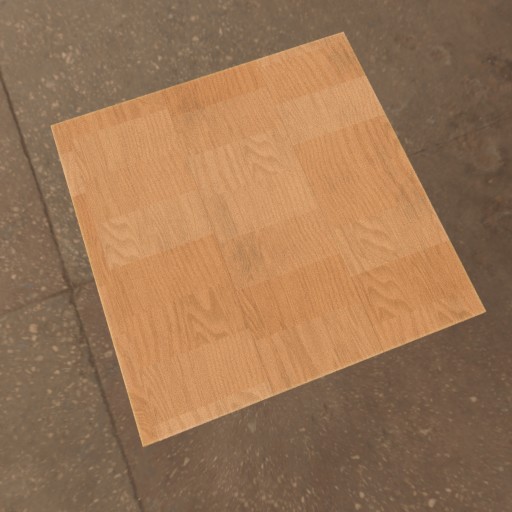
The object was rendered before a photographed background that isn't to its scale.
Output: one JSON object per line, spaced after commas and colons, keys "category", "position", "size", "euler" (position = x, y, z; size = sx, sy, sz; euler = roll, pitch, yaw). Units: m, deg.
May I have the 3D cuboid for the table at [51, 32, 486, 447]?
{"category": "table", "position": [0.000, 0.000, 1.336], "size": [0.747, 0.738, 0.747], "euler": [-20, 76, -5]}
